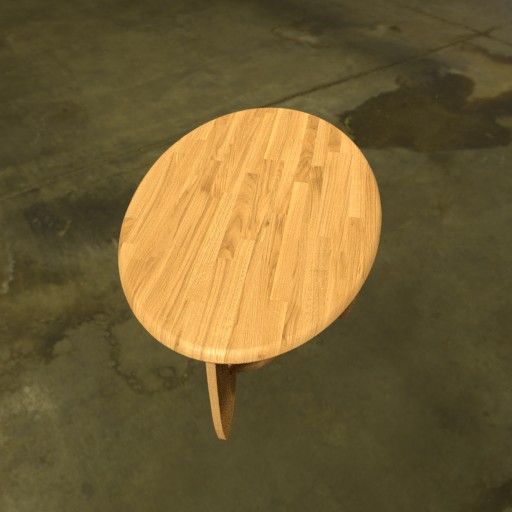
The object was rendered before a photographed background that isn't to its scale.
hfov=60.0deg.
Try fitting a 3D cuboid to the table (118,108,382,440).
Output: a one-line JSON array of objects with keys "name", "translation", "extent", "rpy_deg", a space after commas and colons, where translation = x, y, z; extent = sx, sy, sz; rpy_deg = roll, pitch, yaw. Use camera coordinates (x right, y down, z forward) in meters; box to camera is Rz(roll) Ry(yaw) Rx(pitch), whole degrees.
[{"name": "table", "translation": [0.000, 0.000, 1.406], "extent": [0.690, 0.490, 1.040], "rpy_deg": [8, 47, 7]}]
